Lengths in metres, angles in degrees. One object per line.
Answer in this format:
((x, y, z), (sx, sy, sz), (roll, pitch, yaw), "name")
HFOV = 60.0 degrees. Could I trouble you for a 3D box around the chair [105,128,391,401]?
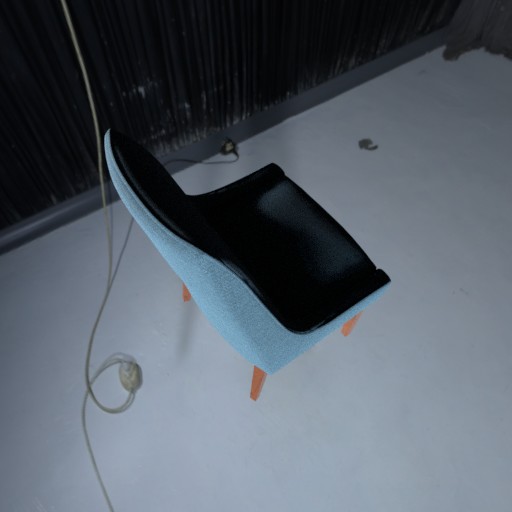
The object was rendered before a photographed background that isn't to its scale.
((0.000, 0.000, 1.187), (0.544, 0.861, 0.529), (-31, 63, -18), "chair")
